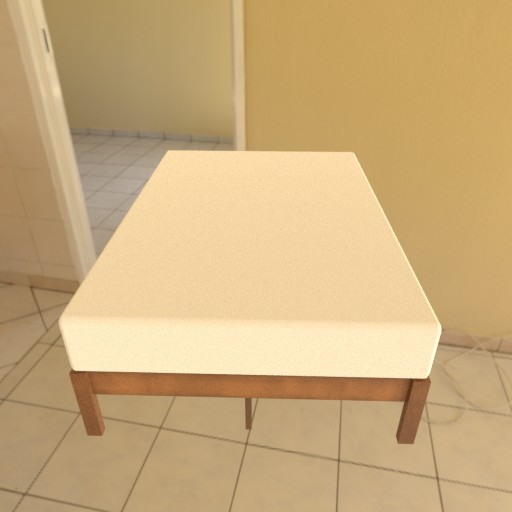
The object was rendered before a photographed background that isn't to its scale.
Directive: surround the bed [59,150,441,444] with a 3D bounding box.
[{"bbox_3d":[0.000,0.000,2.498,1.348,0.616,1.927,1,31,1],"label":"bed"}]
